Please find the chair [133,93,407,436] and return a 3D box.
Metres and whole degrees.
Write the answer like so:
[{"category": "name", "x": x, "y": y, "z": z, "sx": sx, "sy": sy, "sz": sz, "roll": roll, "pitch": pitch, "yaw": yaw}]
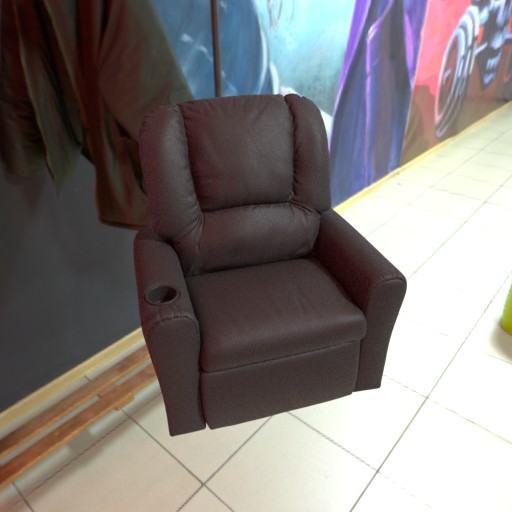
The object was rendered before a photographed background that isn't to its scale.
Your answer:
[{"category": "chair", "x": 0.000, "y": 0.000, "z": 1.142, "sx": 0.610, "sy": 0.709, "sz": 0.521, "roll": -9, "pitch": 33, "yaw": -14}]
